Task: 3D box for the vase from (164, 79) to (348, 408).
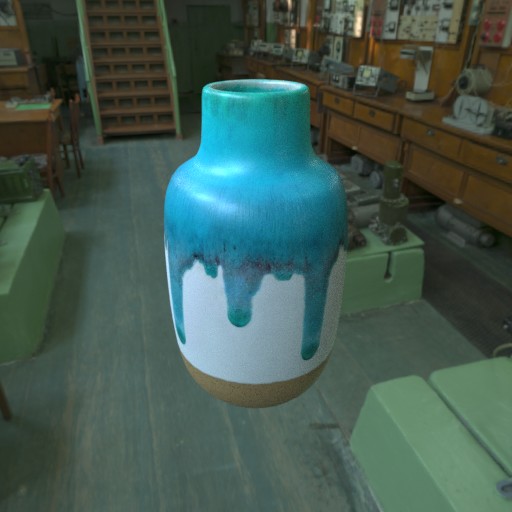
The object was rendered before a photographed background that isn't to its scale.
[{"bbox_3d":[0.000,0.000,0.265,0.106,0.192,0.106,0,28,0],"label":"vase"}]
